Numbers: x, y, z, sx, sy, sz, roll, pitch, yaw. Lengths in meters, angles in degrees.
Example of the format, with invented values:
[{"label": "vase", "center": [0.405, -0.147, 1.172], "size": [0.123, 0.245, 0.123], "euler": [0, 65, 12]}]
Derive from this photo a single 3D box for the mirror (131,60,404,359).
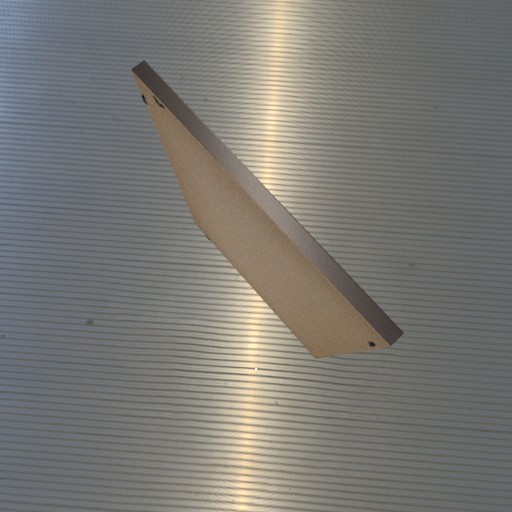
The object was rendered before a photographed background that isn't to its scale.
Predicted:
[{"label": "mirror", "center": [0.000, 0.000, 1.357], "size": [0.041, 1.016, 0.762], "euler": [-40, 79, -9]}]
